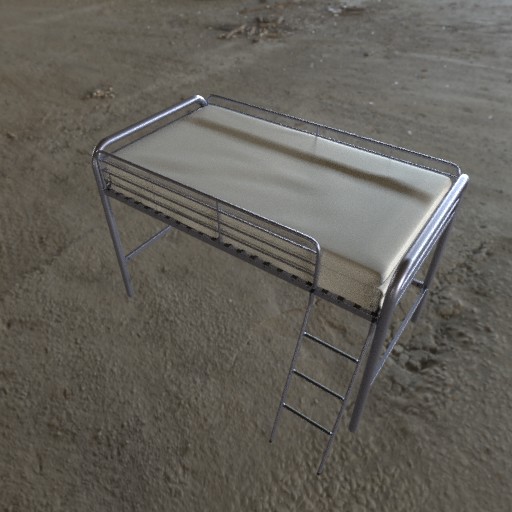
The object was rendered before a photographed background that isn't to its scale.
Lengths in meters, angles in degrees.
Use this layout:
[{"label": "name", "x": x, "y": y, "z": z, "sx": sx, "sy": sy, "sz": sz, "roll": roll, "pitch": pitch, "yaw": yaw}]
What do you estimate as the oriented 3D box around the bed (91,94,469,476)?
[{"label": "bed", "x": 0.000, "y": 0.000, "z": 2.860, "sx": 1.965, "sy": 1.288, "sz": 1.415, "roll": 25, "pitch": 47, "yaw": 26}]
